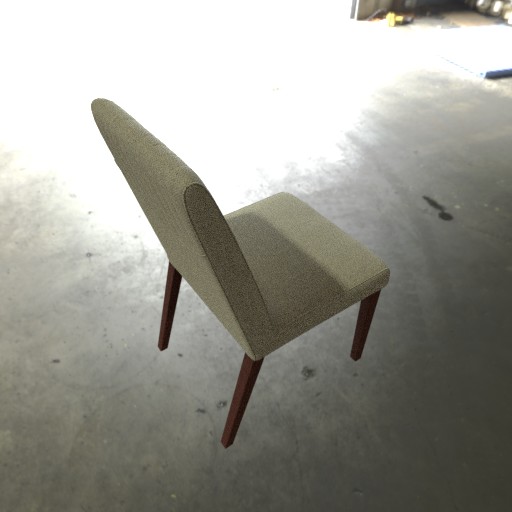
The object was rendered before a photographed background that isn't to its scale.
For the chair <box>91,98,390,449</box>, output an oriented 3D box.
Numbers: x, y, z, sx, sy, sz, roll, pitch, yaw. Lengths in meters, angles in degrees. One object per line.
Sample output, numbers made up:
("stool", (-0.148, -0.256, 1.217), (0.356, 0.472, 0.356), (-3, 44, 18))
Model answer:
("chair", (0.000, 0.000, 1.220), (0.594, 0.900, 0.480), (-25, 47, -26))
